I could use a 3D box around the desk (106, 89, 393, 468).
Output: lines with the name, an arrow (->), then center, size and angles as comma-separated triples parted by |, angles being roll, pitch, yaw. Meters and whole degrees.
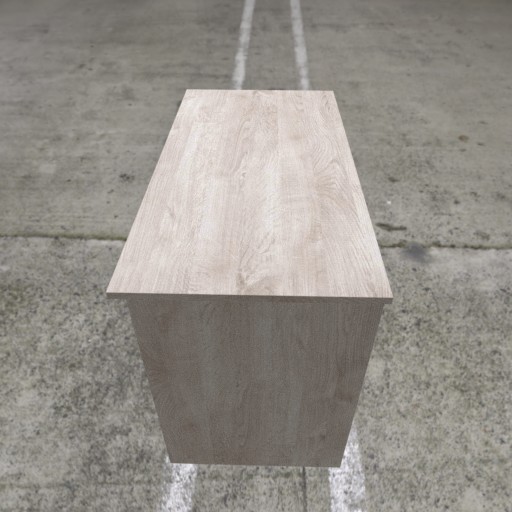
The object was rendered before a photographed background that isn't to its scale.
desk -> 0.000, 0.000, 1.517 | 0.560, 0.735, 1.097 | 1, 40, 1
